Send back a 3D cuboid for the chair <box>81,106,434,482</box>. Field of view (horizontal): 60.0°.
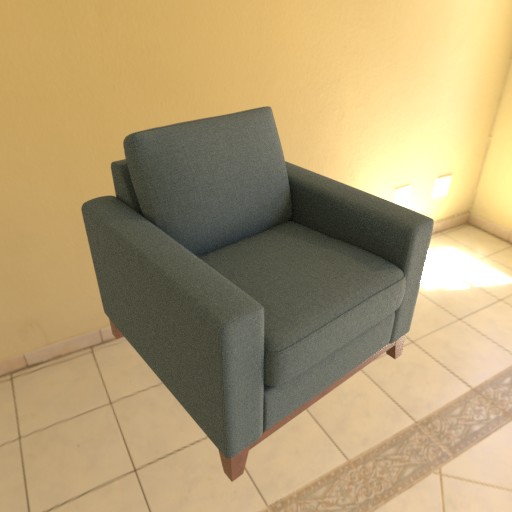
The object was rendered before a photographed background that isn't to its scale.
[{"bbox_3d":[0.000,0.000,1.846,1.024,1.010,1.038,-23,38,-33],"label":"chair"}]
